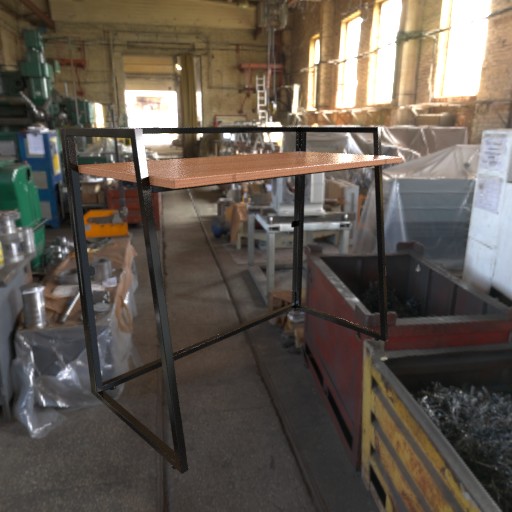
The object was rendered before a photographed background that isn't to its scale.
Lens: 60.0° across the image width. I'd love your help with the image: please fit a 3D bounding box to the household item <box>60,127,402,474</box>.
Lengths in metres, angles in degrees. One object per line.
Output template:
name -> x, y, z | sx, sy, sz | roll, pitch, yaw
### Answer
household item -> 0.000, 0.000, 1.542 | 1.050, 0.860, 0.510 | -16, 23, -43
